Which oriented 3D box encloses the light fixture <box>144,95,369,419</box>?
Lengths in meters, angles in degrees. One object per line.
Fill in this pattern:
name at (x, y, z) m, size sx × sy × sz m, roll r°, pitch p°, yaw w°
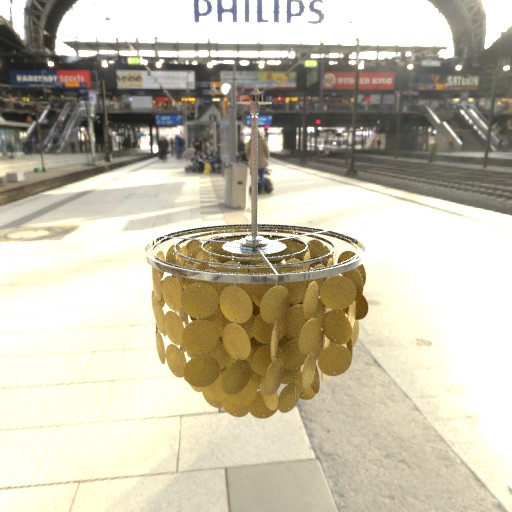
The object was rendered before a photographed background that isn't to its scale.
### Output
light fixture at (0.000, 0.000, 0.723) m, size 0.368 × 0.492 × 0.368 m, roll 0°, pitch 15°, yaw 0°
